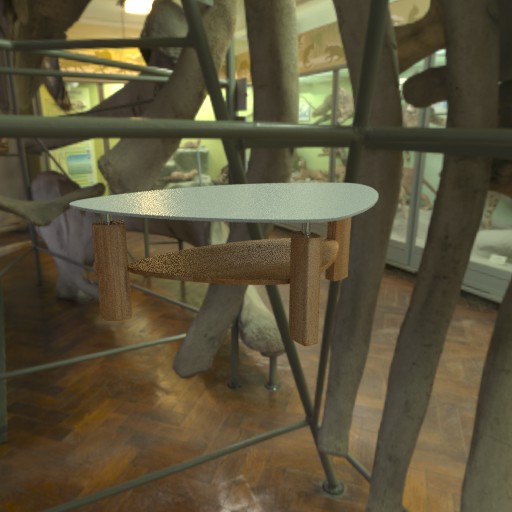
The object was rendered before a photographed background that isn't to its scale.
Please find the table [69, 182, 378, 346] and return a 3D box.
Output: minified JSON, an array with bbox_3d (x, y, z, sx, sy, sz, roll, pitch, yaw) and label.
[{"bbox_3d":[0.000,0.000,1.693,1.250,0.440,0.850,-8,18,-25],"label":"table"}]
